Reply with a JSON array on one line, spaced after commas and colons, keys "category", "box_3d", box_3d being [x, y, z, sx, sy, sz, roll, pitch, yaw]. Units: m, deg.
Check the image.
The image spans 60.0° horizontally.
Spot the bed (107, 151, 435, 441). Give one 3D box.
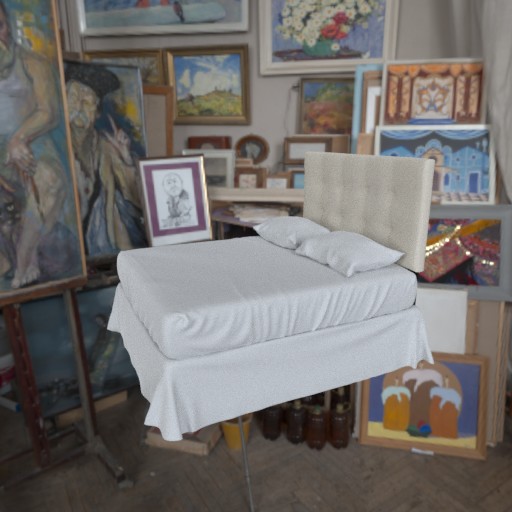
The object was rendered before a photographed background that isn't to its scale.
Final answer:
[{"category": "bed", "box_3d": [0.000, 0.000, 3.603, 2.222, 1.577, 1.936, -7, 17, -25]}]
